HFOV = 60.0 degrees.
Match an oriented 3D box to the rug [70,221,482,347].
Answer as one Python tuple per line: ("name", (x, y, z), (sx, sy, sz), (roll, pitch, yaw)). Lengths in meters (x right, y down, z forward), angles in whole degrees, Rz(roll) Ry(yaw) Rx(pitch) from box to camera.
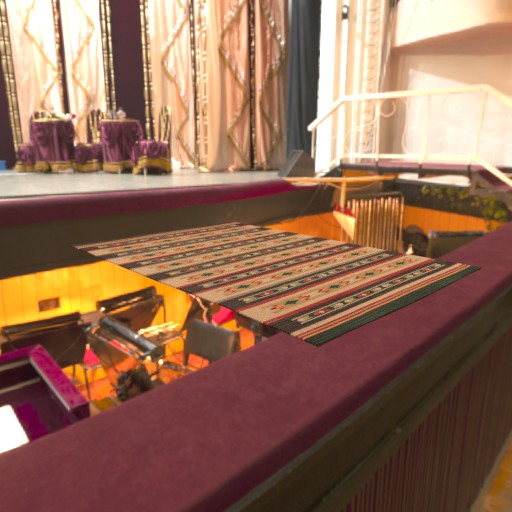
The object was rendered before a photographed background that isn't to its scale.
("rug", (0.000, 0.000, 2.316), (1.221, 0.009, 1.825), (-13, 19, -42))
